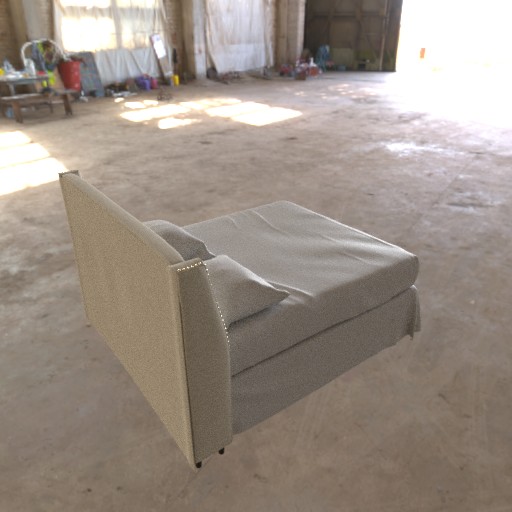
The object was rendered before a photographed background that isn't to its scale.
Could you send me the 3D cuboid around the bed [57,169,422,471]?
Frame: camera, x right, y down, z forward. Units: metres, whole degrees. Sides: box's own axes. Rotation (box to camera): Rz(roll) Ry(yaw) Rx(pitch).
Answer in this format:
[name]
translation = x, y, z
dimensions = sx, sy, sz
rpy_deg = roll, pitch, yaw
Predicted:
[bed]
translation = 0.000, 0.000, 3.471
dimensions = 2.276, 1.332, 1.925
rpy_deg = -19, 32, -32
